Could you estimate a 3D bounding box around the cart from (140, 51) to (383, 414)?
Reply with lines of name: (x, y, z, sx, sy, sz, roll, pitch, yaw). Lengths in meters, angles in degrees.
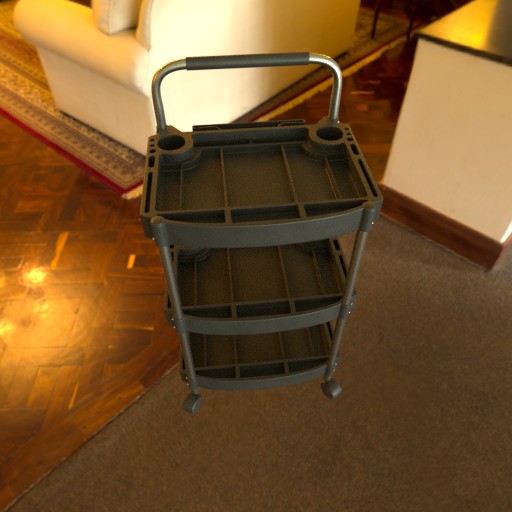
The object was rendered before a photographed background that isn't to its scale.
cart: (0.000, 0.000, 1.383, 0.584, 1.075, 0.518, -4, 47, -4)
